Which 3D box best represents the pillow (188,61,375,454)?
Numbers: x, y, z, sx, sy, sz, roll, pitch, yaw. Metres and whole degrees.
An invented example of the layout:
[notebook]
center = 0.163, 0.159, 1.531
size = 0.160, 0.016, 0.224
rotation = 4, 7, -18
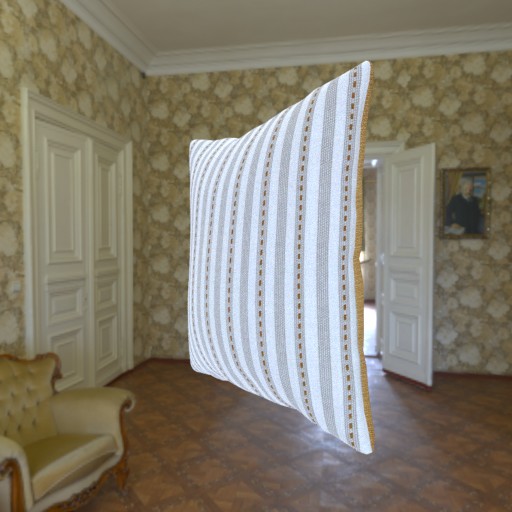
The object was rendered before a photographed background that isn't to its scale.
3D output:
[pillow]
center = 0.000, 0.000, 0.660
size = 0.147, 0.437, 0.432
rotation = -1, 1, -36
